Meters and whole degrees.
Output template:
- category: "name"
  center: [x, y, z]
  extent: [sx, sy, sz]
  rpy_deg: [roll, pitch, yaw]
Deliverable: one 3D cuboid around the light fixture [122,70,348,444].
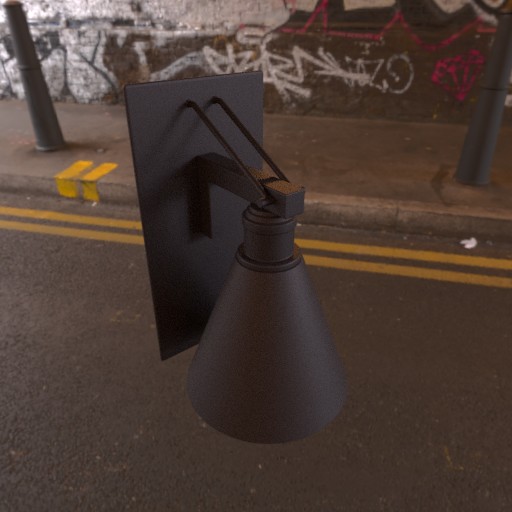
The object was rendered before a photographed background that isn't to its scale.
- category: "light fixture"
  center: [0.000, 0.000, 0.417]
  extent: [0.170, 0.298, 0.207]
  rpy_deg: [-21, 36, -33]
